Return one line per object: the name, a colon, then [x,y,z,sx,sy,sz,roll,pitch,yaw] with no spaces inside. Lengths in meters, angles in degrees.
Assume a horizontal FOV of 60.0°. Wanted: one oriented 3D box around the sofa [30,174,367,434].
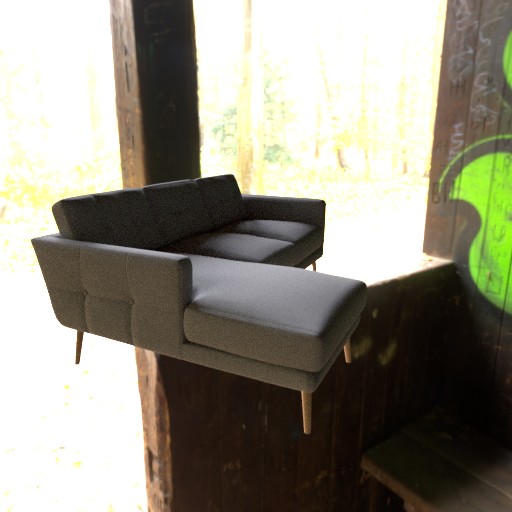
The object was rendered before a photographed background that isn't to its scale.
sofa: [0.000,0.000,2.779,1.530,0.860,2.040,7,17,25]
